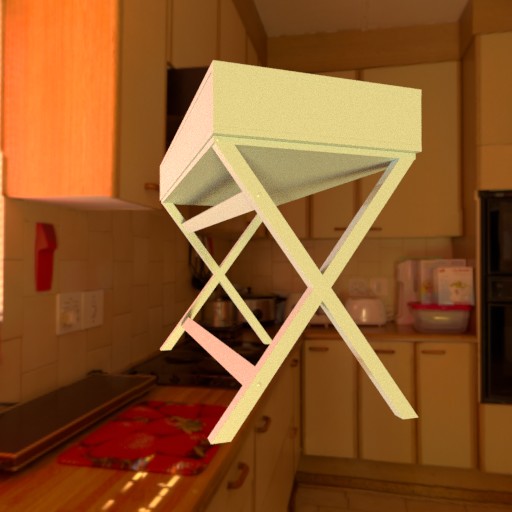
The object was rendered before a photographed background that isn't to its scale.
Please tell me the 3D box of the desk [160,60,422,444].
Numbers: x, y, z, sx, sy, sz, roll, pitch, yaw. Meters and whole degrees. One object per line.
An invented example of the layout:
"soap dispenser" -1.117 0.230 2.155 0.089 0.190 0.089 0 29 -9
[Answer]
"desk" 0.000 0.000 1.475 0.525 0.780 1.057 0 -1 -18
